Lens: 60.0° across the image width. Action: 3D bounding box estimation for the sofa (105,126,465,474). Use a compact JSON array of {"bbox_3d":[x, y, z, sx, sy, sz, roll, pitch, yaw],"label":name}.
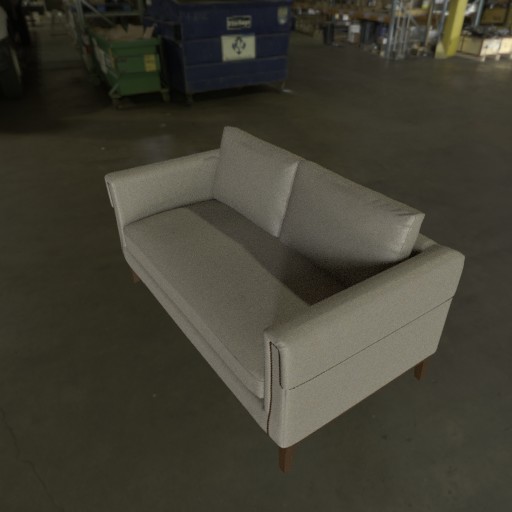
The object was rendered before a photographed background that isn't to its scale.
[{"bbox_3d":[0.000,0.000,2.166,0.899,0.873,1.598,-21,38,-29],"label":"sofa"}]
